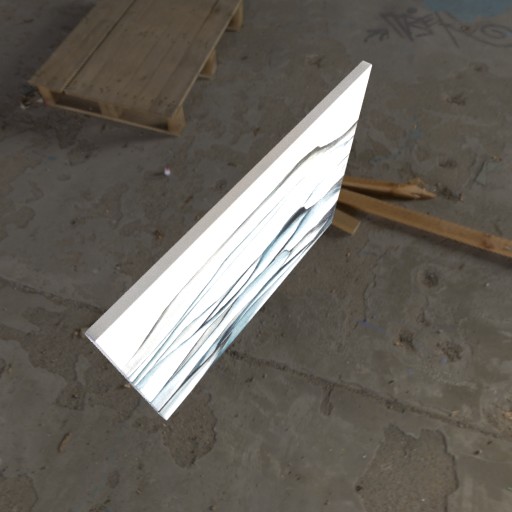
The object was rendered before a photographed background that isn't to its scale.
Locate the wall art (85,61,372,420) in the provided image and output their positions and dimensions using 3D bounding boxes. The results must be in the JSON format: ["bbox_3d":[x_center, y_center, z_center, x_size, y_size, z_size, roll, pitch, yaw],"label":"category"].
[{"bbox_3d":[0.000,0.000,1.628,0.039,0.915,1.219,34,65,18],"label":"wall art"}]
